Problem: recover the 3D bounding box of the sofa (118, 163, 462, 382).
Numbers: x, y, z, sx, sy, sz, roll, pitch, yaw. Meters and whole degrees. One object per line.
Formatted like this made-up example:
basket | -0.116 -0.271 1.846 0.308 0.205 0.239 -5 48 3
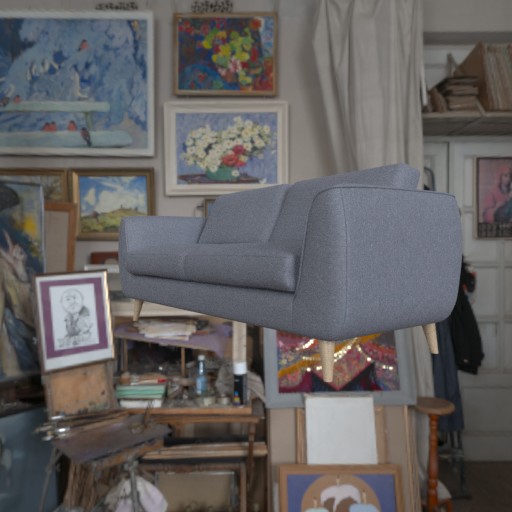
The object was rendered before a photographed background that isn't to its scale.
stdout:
sofa | 0.000 0.000 2.513 0.920 0.870 2.000 -1 1 -38
